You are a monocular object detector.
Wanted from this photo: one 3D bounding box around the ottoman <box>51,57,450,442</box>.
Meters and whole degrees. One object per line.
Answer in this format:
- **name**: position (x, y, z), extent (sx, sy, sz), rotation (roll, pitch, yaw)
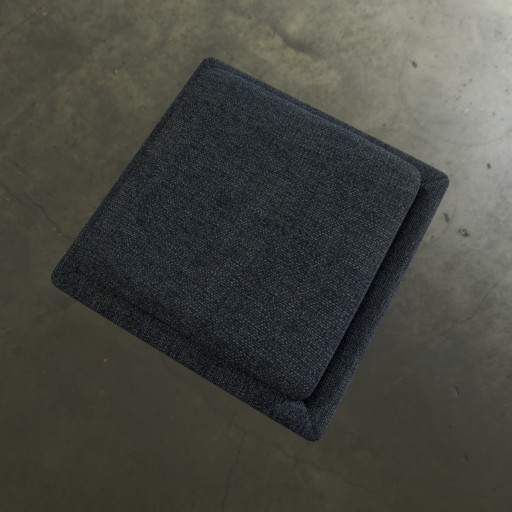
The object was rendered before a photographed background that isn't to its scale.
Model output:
- **ottoman**: position (0.000, 0.000, 0.826), extent (0.450, 0.460, 0.450), rotation (29, 77, 7)
